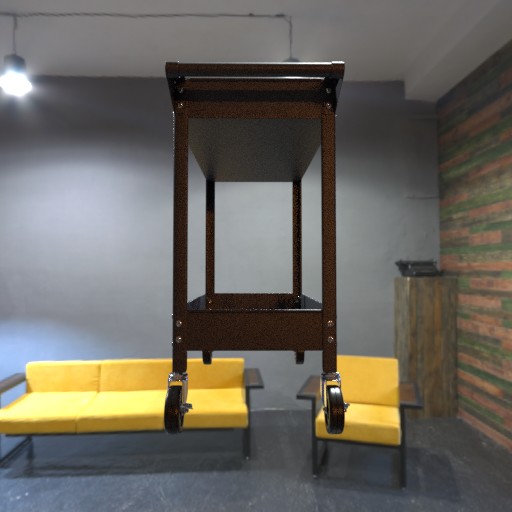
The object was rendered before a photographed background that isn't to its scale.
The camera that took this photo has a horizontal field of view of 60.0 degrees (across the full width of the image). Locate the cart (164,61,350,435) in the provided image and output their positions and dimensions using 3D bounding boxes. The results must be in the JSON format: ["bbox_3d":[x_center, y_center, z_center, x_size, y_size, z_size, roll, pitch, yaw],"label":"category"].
[{"bbox_3d":[0.000,0.000,1.193,0.366,0.719,0.779,0,-2,0],"label":"cart"}]
